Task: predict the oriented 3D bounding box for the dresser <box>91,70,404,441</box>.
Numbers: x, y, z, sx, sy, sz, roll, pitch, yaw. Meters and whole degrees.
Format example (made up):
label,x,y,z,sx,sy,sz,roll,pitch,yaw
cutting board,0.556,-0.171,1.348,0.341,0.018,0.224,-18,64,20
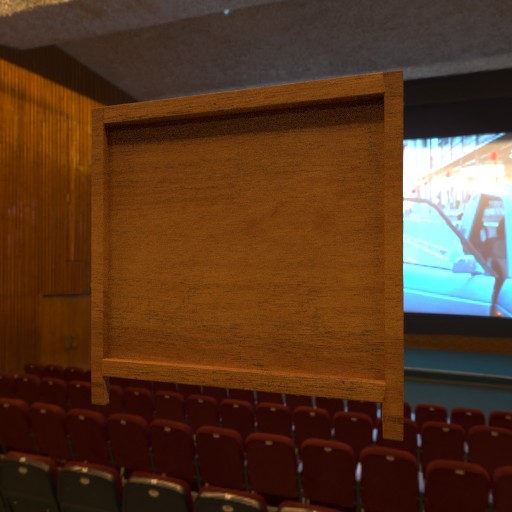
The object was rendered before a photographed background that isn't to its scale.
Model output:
label,x,y,z,sx,sy,sz,roll,pitch,yaw
dresser,0.000,0.000,1.279,0.804,0.804,0.427,0,0,18
